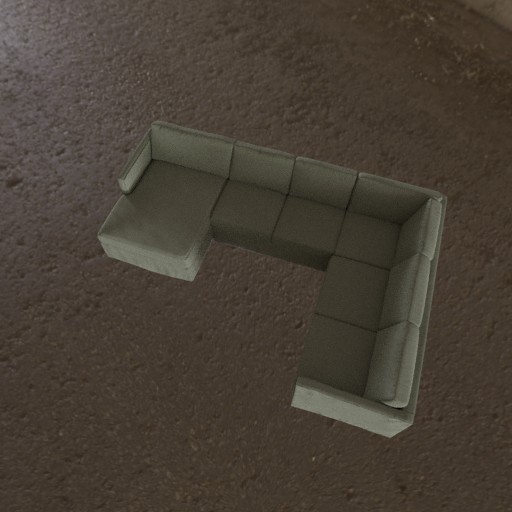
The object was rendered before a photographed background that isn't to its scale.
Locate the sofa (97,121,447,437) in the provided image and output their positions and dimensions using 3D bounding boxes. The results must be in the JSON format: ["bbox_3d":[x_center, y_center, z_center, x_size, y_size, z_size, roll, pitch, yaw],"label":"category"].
[{"bbox_3d":[0.000,0.000,4.558,3.434,0.869,2.440,16,61,10],"label":"sofa"}]
